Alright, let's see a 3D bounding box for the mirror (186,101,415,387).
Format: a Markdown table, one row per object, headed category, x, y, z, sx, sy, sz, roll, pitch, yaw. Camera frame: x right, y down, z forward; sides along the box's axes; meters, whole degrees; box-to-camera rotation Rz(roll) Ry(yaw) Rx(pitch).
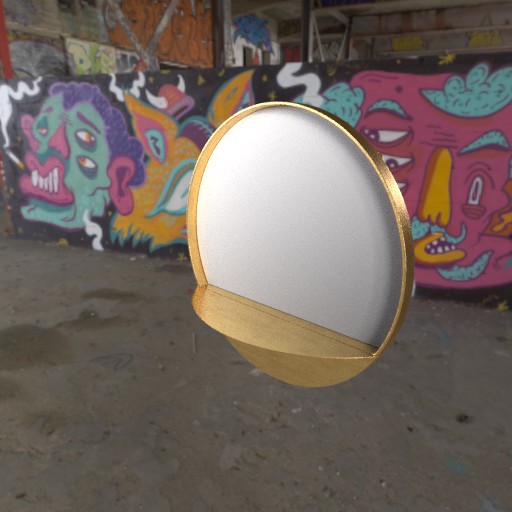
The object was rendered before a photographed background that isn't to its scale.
| category | x | y | z | sx | sy | sz | roll | pitch | yaw |
| --- | --- | --- | --- | --- | --- | --- | --- | --- | --- |
| mirror | 0.000 | 0.000 | 0.691 | 0.457 | 0.457 | 0.133 | 16 | 23 | 42 |
